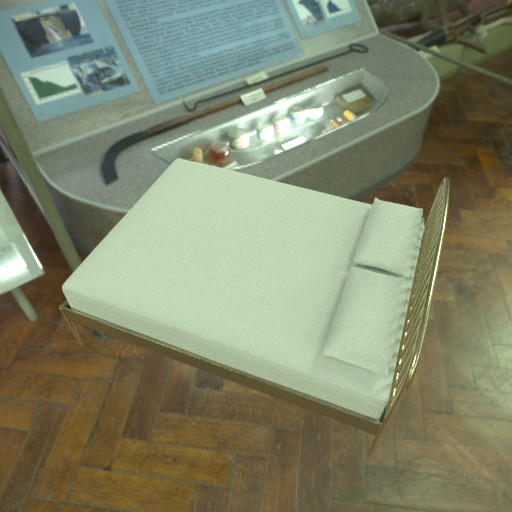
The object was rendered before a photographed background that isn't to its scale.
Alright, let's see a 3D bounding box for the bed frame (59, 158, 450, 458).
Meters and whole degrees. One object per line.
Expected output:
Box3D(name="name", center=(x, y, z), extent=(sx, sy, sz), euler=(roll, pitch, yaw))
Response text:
Box3D(name="bed frame", center=(0.000, 0.000, 3.045), extent=(2.152, 1.175, 1.612), euler=(16, 49, 15))
